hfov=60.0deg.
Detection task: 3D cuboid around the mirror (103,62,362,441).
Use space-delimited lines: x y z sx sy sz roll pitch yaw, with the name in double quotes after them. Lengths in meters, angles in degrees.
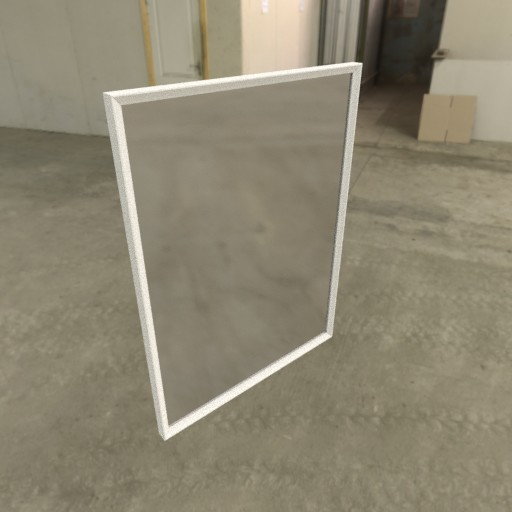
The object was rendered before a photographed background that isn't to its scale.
0.000 0.000 1.331 0.762 1.016 0.041 -23 37 -34 "mirror"
